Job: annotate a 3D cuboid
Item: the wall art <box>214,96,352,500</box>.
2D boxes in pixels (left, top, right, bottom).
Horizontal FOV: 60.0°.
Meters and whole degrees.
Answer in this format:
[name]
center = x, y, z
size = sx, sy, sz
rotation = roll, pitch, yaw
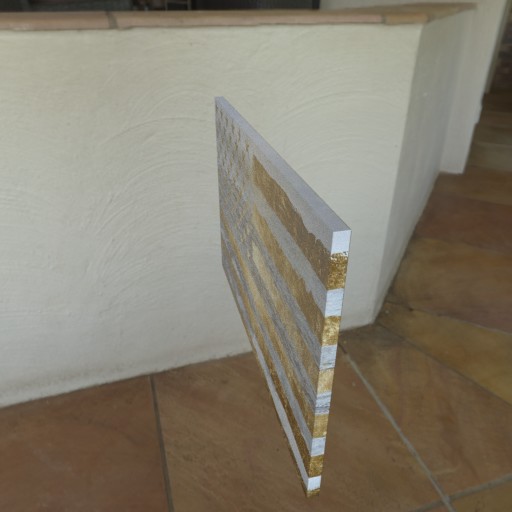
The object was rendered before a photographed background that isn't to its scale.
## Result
[wall art]
center = 0.000, 0.000, 1.134
size = 0.027, 0.610, 0.932
rotation = -7, 31, -12
